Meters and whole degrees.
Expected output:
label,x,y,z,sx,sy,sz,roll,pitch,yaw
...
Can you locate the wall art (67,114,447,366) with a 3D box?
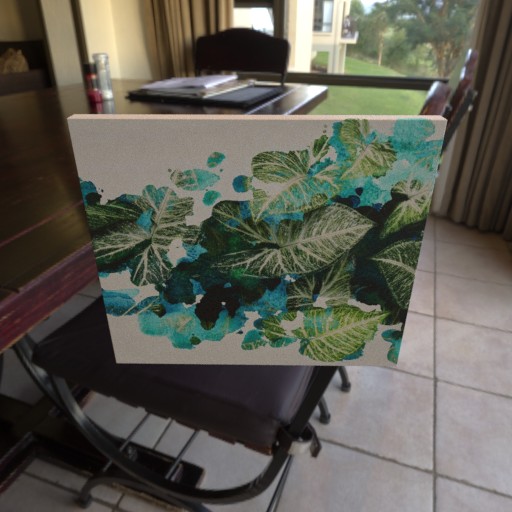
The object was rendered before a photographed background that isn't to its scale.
label,x,y,z,sx,sy,sz,roll,pitch,yaw
wall art,0.000,0.000,0.994,0.711,0.610,0.043,0,29,1
